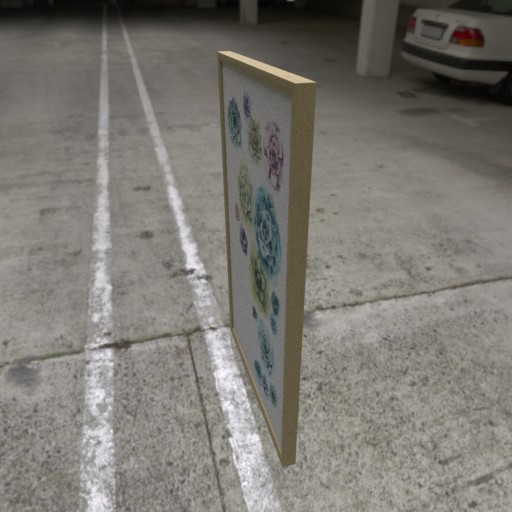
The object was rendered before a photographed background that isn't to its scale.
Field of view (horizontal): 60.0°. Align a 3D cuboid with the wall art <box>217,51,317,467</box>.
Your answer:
[{"bbox_3d":[0.000,0.000,1.008,0.039,0.810,0.510,-8,30,-14],"label":"wall art"}]
